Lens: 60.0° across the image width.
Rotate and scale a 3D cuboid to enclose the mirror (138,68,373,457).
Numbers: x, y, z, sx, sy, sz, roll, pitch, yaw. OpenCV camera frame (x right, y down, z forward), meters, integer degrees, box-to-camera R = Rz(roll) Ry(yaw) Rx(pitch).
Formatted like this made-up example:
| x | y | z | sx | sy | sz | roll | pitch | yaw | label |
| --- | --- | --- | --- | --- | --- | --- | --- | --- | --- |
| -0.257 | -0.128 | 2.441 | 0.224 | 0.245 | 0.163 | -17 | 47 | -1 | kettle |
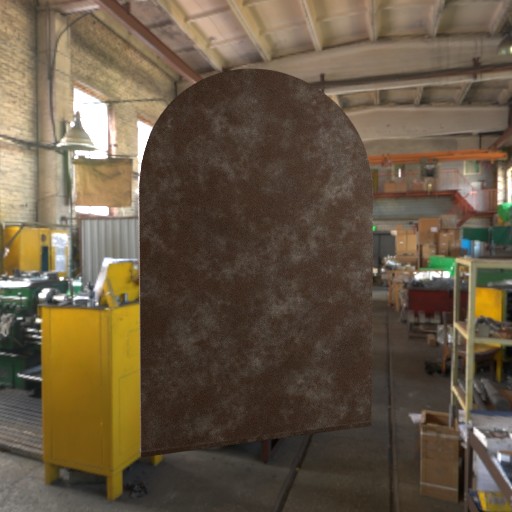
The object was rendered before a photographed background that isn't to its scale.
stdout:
| x | y | z | sx | sy | sz | roll | pitch | yaw | label |
| --- | --- | --- | --- | --- | --- | --- | --- | --- | --- |
| 0.000 | 0.000 | 0.985 | 0.510 | 0.770 | 0.137 | -1 | 2 | -17 | mirror |
